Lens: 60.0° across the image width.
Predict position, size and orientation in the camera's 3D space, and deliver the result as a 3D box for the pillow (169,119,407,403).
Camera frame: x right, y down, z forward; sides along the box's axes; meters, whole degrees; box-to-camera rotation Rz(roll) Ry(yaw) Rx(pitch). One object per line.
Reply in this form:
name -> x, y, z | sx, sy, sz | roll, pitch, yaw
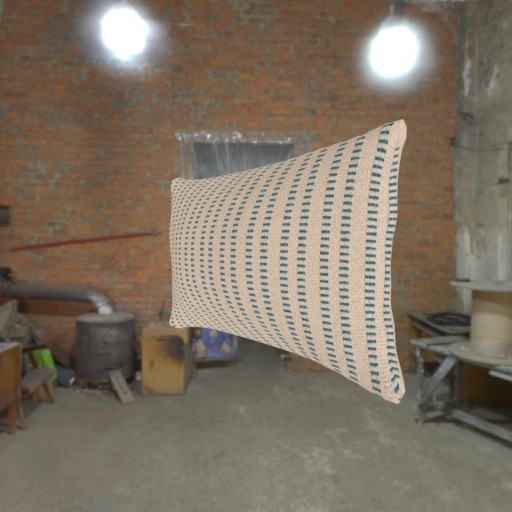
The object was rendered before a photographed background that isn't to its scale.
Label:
pillow -> 0.000, 0.000, 0.806 | 0.210, 0.353, 0.640 | -1, 2, -37
